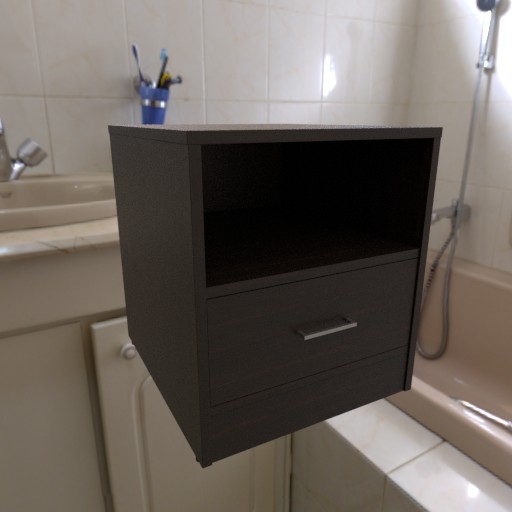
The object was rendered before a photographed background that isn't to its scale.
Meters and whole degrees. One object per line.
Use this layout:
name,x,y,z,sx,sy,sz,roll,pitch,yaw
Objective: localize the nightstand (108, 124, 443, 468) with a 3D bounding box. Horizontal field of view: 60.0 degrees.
nightstand,0.000,0.000,0.817,0.400,0.460,0.461,-9,19,-27
